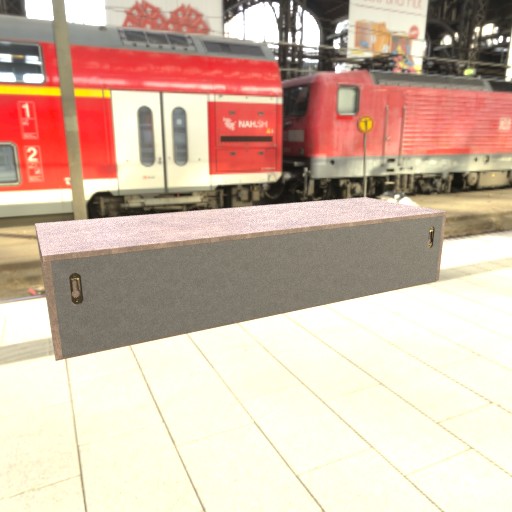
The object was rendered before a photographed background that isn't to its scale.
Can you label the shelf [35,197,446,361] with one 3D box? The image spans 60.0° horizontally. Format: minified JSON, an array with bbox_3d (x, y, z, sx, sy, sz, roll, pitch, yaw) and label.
[{"bbox_3d":[0.000,0.000,0.701,0.610,0.125,0.200,-8,17,-27],"label":"shelf"}]
